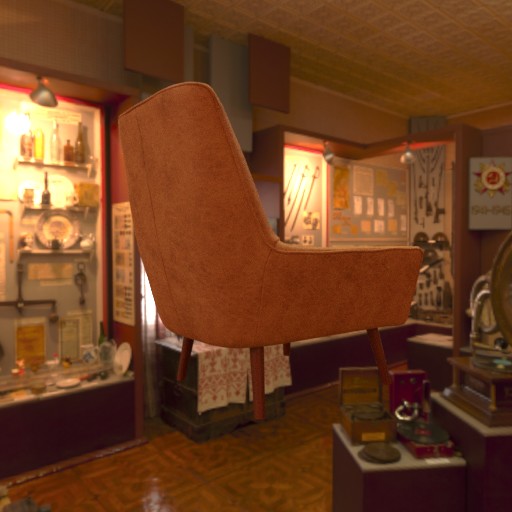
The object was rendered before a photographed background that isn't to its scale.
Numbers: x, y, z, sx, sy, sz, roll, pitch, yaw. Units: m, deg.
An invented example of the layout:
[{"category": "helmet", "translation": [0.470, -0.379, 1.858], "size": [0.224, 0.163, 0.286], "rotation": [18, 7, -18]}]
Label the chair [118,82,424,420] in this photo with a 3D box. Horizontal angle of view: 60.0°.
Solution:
[{"category": "chair", "translation": [0.000, 0.000, 1.490], "size": [0.851, 0.883, 0.753], "rotation": [-1, 2, -38]}]
